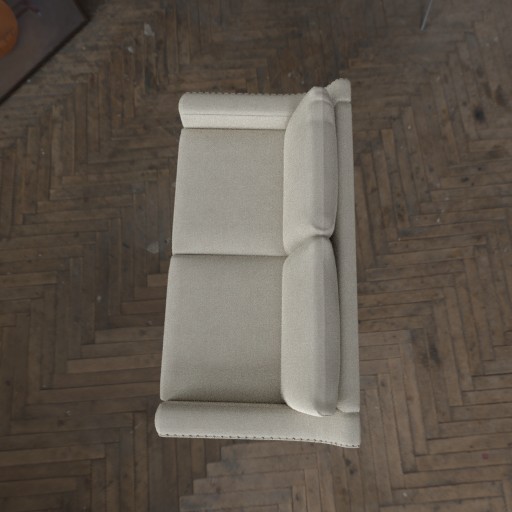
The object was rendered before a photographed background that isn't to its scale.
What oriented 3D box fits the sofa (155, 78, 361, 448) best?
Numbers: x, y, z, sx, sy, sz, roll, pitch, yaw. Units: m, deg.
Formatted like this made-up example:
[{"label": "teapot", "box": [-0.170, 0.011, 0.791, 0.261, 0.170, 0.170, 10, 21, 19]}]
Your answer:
[{"label": "sofa", "box": [0.000, 0.000, 2.777, 1.104, 0.983, 2.107, 1, 76, 0]}]
